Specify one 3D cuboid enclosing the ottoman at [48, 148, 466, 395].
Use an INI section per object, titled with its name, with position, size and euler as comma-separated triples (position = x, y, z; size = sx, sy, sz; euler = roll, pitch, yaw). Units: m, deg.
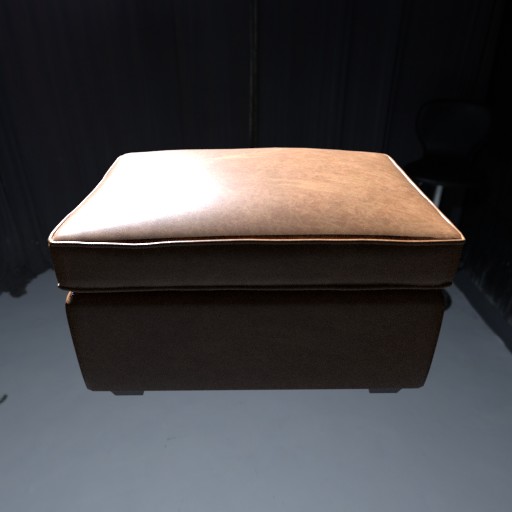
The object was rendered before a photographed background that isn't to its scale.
[ottoman]
position = 0.000, 0.000, 1.091
size = 0.756, 0.468, 0.554
euler = 0, 29, -1
